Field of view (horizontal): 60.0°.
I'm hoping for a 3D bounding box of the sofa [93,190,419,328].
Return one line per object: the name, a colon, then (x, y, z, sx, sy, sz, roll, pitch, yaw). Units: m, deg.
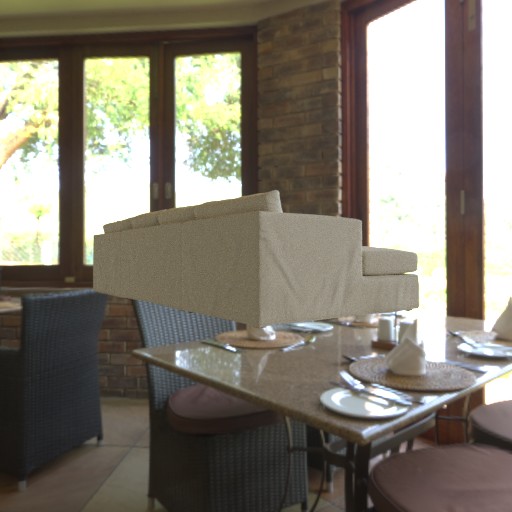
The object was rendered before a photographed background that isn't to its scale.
sofa: (0.000, 0.000, 4.697, 2.448, 0.882, 3.464, 0, 0, -36)
